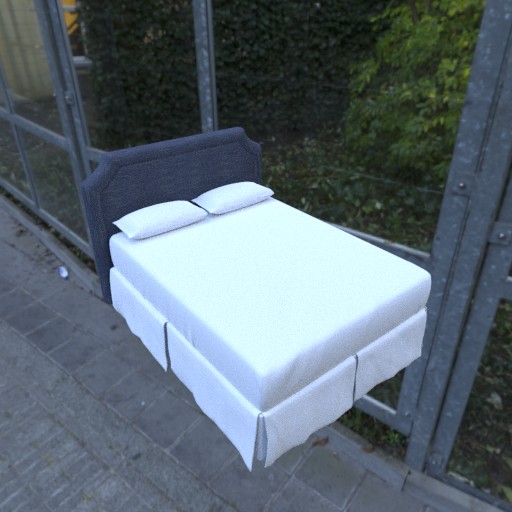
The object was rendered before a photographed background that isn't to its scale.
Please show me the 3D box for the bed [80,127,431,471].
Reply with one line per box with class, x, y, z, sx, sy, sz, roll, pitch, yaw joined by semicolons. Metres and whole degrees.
bed;0.000;0.000;3.253;1.693;1.290;2.116;-22;37;-33
